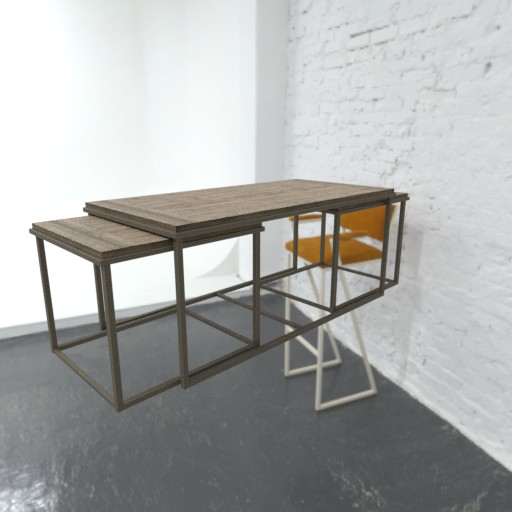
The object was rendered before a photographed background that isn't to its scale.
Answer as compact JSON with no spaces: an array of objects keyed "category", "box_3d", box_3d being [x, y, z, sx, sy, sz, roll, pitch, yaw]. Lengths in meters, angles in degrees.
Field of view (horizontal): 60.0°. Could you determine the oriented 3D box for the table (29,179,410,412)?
[{"category":"table","box_3d":[0.000,0.000,1.545,1.312,0.427,0.489,-15,22,-42]}]
